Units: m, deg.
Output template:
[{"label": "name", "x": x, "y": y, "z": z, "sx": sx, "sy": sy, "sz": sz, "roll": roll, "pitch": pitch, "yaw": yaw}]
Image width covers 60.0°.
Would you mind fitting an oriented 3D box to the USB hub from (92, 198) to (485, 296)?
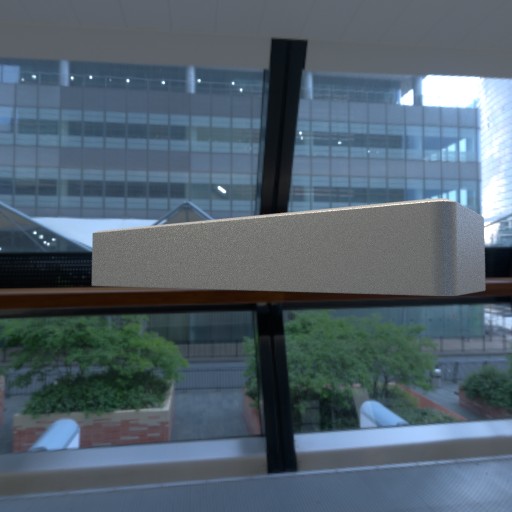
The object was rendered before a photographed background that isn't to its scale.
[{"label": "USB hub", "x": 0.000, "y": 0.000, "z": 0.162, "sx": 0.145, "sy": 0.023, "sz": 0.044, "roll": -2, "pitch": -3, "yaw": 37}]
